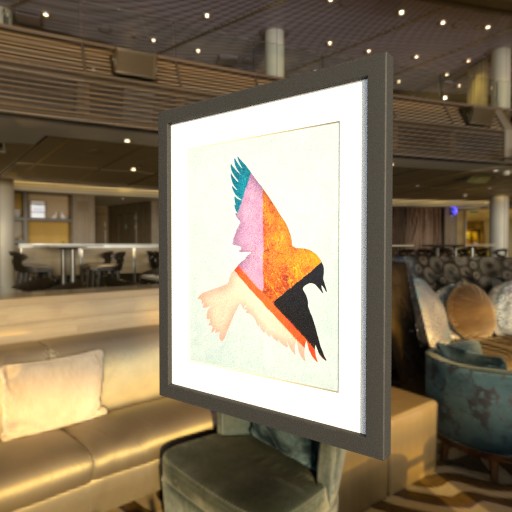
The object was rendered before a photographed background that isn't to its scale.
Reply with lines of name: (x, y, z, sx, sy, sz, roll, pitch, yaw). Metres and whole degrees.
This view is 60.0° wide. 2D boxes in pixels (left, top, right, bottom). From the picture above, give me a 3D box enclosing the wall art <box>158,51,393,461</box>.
wall art: (0.000, 0.000, 0.748, 0.457, 0.558, 0.028, 1, 2, 36)
